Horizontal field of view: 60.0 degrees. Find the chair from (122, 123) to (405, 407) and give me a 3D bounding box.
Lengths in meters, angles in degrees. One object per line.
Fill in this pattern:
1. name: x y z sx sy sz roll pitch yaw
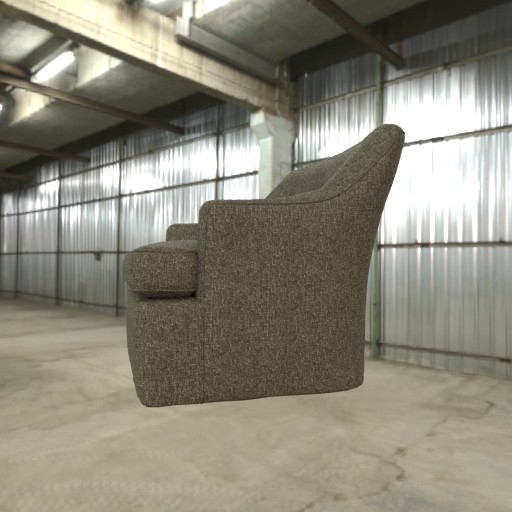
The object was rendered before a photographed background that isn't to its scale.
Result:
1. chair: 0.000 0.000 1.621 0.923 0.856 0.864 0 -1 -18
